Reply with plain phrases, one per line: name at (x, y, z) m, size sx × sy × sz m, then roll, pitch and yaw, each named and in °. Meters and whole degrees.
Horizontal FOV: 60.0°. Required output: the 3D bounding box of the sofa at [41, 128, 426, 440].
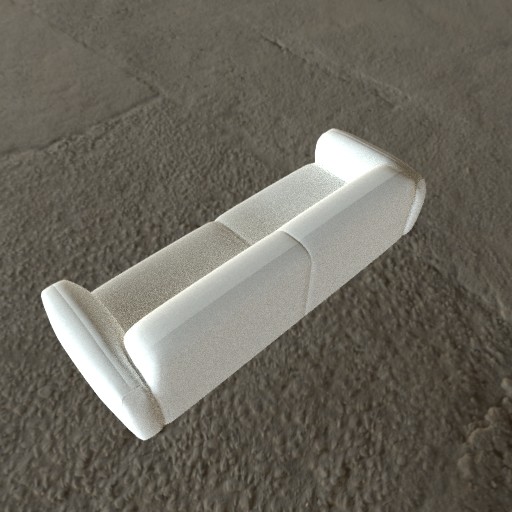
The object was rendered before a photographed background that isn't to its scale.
sofa at (0.000, 0.000, 2.657) m, size 2.280 × 0.780 × 0.870 m, roll -34°, pitch 57°, yaw -26°
